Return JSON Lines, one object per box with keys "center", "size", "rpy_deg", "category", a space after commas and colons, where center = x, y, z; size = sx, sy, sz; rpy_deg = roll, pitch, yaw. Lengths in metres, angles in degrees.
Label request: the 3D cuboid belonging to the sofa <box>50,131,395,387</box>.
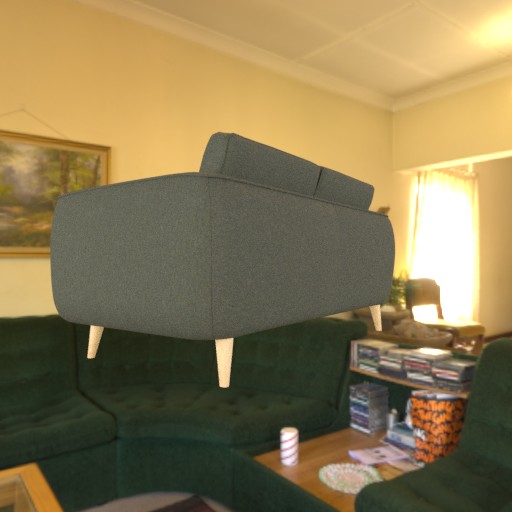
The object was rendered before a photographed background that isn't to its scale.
{"center": [0.000, 0.000, 2.210], "size": [0.920, 0.850, 1.700], "rpy_deg": [0, -1, 36], "category": "sofa"}
